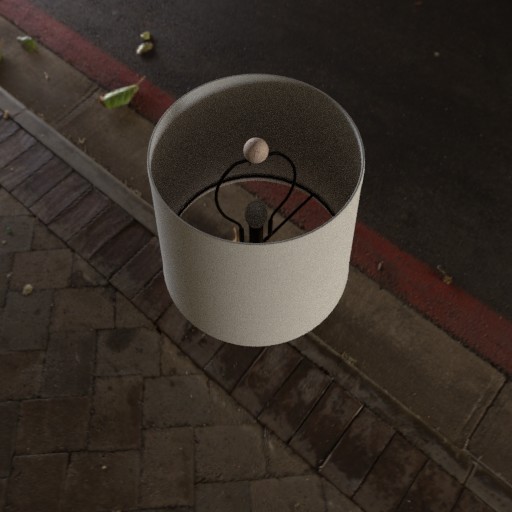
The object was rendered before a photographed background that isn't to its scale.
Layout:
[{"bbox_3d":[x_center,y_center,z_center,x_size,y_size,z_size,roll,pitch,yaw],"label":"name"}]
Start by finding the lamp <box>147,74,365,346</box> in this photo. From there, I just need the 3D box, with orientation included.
[{"bbox_3d":[0.000,0.000,0.656,0.273,0.497,0.273,0,63,0],"label":"lamp"}]
